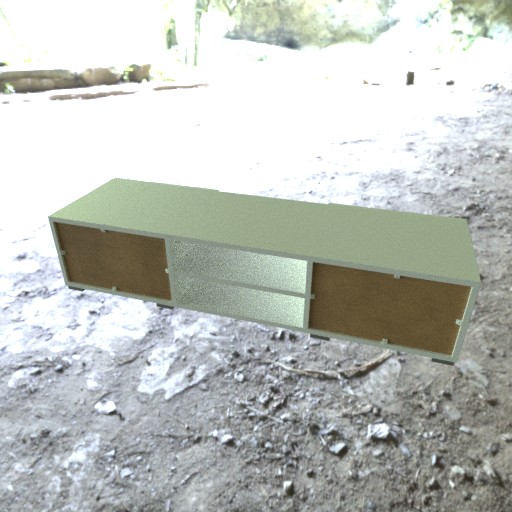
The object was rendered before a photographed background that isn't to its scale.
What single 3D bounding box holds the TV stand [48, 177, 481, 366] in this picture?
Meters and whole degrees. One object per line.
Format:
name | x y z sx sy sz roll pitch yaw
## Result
TV stand | 0.000 0.000 1.622 1.400 0.310 0.420 9 31 15
